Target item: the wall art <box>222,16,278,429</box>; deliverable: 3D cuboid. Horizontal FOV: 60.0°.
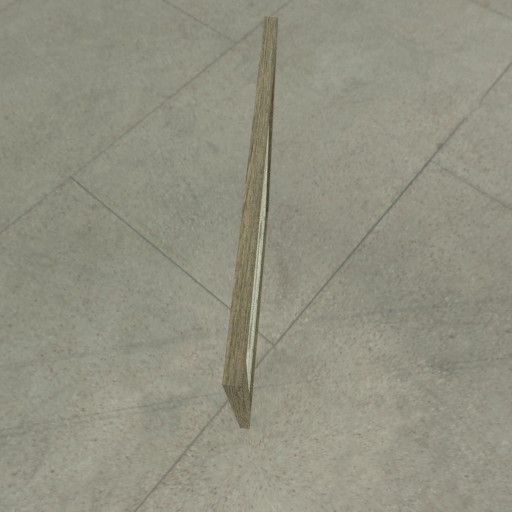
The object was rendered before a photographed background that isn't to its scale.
[{"bbox_3d":[0.000,0.000,0.746,0.019,0.508,0.508,4,65,2],"label":"wall art"}]
